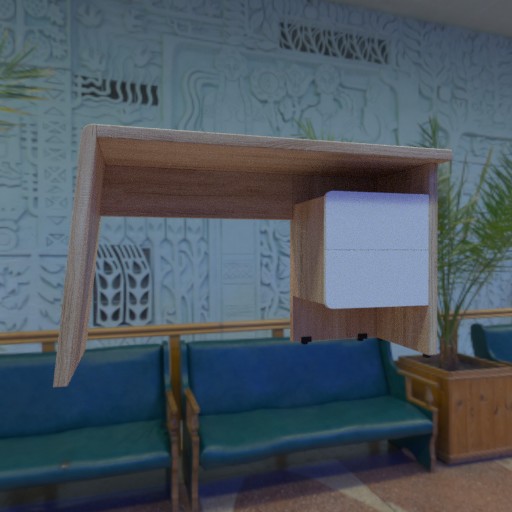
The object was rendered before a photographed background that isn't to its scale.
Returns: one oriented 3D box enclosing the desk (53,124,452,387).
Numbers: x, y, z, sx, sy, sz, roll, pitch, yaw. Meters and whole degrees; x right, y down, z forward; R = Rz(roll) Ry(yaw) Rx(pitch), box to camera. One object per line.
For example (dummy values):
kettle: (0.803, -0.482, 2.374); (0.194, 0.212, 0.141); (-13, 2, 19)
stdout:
desk: (0.000, 0.000, 1.634); (1.300, 0.750, 0.500); (0, 1, -15)
